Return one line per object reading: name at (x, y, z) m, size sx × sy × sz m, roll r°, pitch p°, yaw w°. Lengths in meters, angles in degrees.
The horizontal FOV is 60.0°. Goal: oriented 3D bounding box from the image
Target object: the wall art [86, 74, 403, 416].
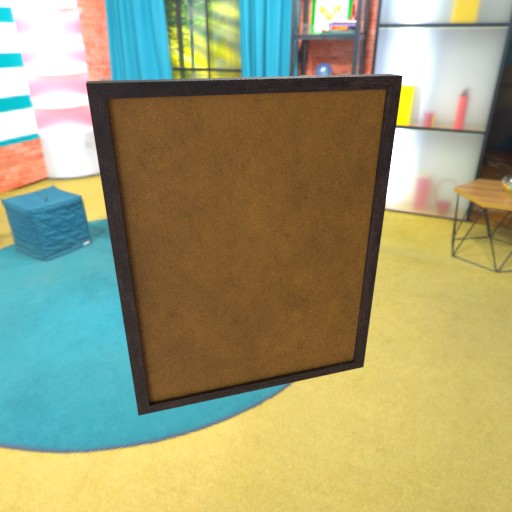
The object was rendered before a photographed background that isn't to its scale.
wall art at (0.000, 0.000, 0.543) m, size 0.329 × 0.406 × 0.027 m, roll -8°, pitch 27°, yaw -15°
